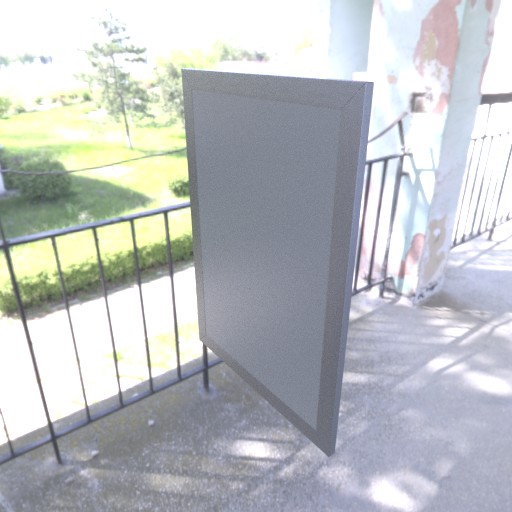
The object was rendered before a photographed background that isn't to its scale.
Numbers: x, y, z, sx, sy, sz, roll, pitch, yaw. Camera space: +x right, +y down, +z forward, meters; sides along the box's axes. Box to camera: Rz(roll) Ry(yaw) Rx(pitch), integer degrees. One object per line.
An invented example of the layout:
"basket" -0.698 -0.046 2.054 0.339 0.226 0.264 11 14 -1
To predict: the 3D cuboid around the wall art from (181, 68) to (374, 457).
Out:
"wall art" 0.000 0.000 0.694 0.013 0.529 0.376 -18 31 -34
